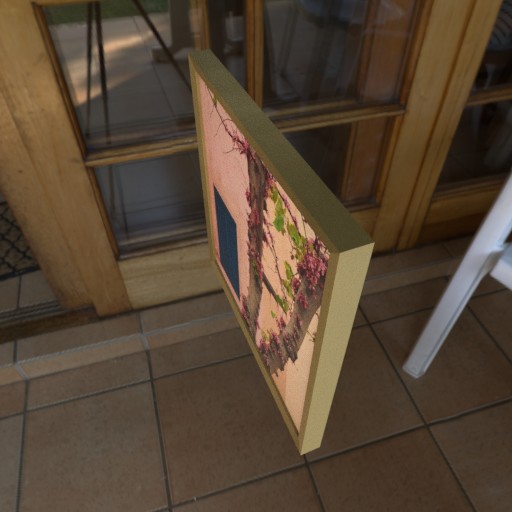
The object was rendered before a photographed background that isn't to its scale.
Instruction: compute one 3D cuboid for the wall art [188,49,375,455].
[{"bbox_3d":[0.000,0.000,0.765,0.038,0.508,0.507,-16,48,-15],"label":"wall art"}]
